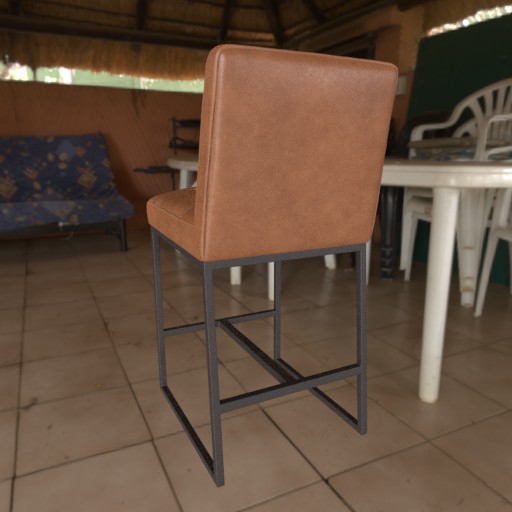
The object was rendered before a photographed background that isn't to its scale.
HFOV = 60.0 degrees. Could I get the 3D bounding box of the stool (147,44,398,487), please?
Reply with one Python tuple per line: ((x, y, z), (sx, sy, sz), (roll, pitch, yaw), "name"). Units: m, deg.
((0.000, 0.000, 1.200), (0.458, 0.940, 0.556), (-7, 15, -26), "stool")
